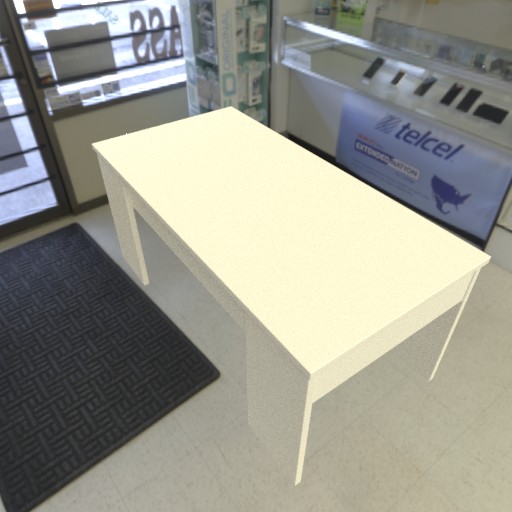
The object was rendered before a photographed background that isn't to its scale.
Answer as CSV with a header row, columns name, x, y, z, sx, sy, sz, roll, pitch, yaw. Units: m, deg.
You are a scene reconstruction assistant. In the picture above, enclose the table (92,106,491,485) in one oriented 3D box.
name,x,y,z,sx,sy,sz,roll,pitch,yaw
table,0.000,0.000,1.271,0.500,0.440,1.000,-25,46,-26
